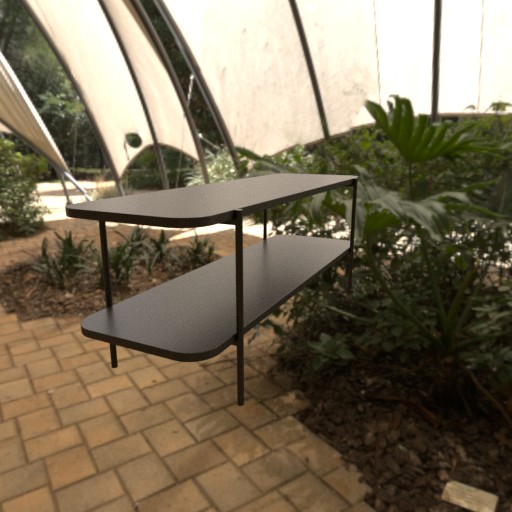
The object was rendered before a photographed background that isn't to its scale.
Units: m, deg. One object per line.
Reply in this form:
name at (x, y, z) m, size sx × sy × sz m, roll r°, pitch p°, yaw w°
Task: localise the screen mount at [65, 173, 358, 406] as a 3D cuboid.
screen mount at (0.000, 0.000, 1.435) m, size 0.400 × 0.447 × 1.200 m, roll 7°, pitch 16°, yaw 26°
